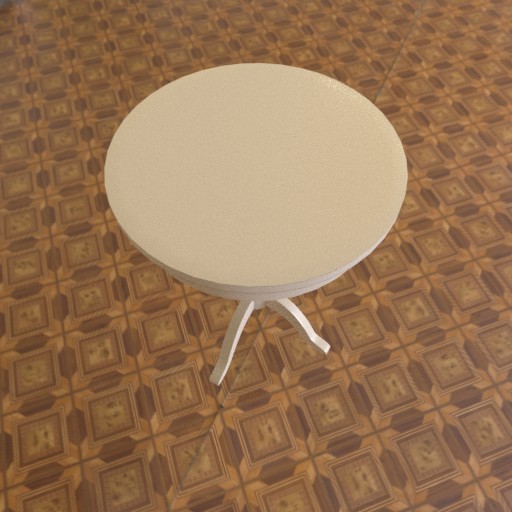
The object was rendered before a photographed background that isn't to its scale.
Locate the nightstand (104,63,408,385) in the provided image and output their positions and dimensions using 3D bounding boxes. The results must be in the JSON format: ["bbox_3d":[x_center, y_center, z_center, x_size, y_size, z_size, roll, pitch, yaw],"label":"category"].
[{"bbox_3d":[0.000,0.000,1.036,0.513,0.653,0.513,34,64,19],"label":"nightstand"}]
